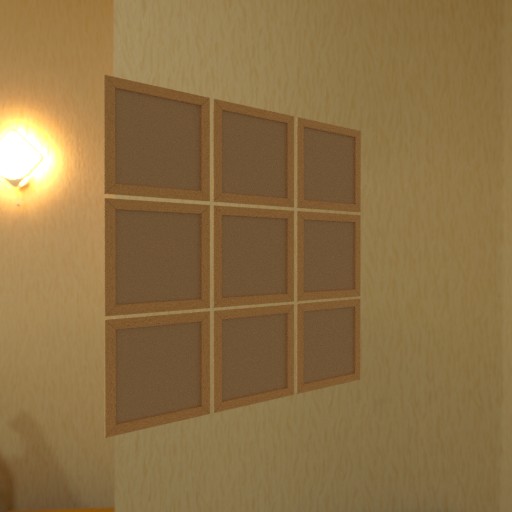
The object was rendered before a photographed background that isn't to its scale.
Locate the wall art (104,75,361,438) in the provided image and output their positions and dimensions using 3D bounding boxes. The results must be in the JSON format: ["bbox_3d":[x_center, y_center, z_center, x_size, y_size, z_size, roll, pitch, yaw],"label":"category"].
[{"bbox_3d":[0.000,0.000,2.268,1.519,1.507,0.014,0,1,-34],"label":"wall art"}]
